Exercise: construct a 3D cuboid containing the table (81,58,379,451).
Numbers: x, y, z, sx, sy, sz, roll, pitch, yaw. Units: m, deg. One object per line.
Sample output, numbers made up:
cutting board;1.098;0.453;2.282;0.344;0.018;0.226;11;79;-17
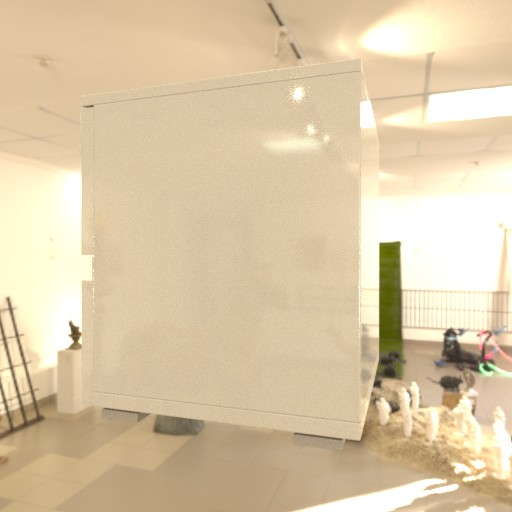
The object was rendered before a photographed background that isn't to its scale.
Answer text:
table;0.000;0.000;0.786;0.400;0.470;0.420;0;0;18
